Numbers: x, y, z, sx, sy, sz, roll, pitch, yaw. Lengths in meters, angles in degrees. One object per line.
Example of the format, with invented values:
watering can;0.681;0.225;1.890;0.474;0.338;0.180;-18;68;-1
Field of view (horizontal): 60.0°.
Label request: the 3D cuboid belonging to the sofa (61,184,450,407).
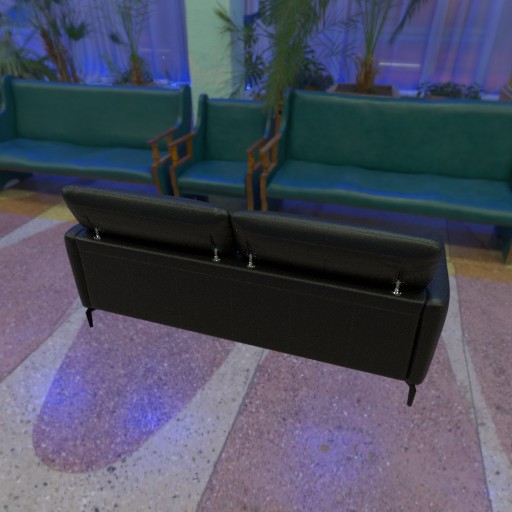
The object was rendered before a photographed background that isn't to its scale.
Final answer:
sofa;0.000;0.000;2.578;2.069;0.957;0.856;10;33;16
